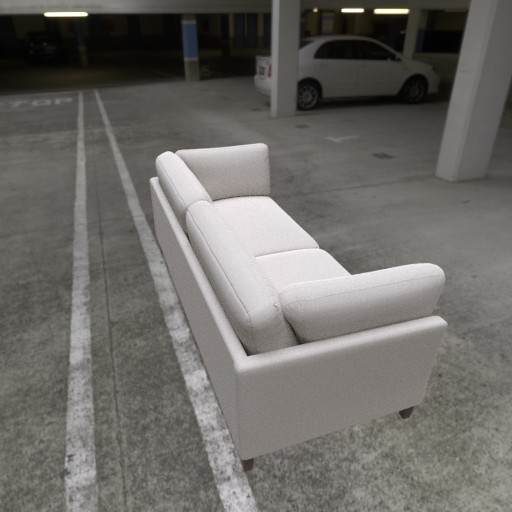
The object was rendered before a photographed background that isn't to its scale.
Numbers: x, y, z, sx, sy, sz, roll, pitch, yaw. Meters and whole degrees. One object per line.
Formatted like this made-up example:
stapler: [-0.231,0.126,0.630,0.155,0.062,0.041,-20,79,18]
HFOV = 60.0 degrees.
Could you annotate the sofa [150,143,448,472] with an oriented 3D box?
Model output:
sofa: [0.000,0.000,2.763,0.957,0.863,2.301,-10,31,-17]
